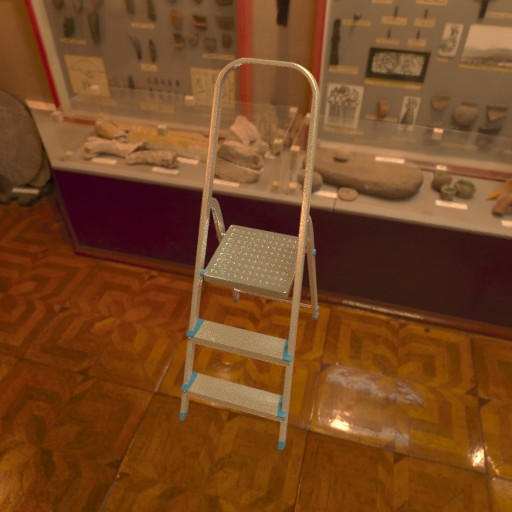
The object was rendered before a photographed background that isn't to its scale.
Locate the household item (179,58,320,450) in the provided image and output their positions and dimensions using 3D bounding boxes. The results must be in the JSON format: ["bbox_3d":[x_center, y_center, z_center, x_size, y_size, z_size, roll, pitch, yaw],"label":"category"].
[{"bbox_3d":[0.000,0.000,1.515,0.420,1.215,0.687,11,43,13],"label":"household item"}]
